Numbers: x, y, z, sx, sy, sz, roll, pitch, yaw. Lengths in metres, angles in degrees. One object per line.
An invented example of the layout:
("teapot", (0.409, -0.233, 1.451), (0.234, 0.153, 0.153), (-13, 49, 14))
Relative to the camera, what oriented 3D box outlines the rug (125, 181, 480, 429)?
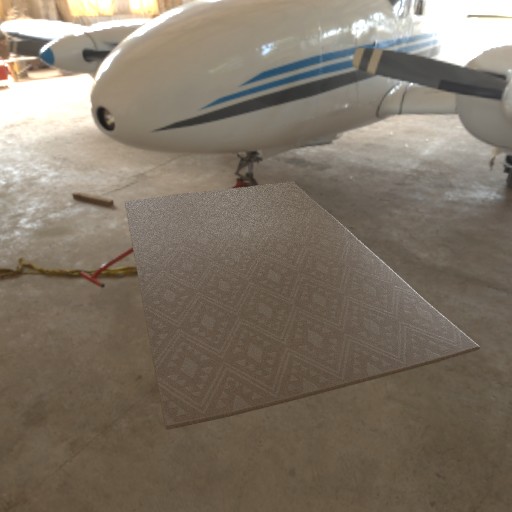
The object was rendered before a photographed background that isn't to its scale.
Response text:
("rug", (0.000, 0.000, 2.976), (1.553, 0.053, 2.430), (-9, 32, -16))
